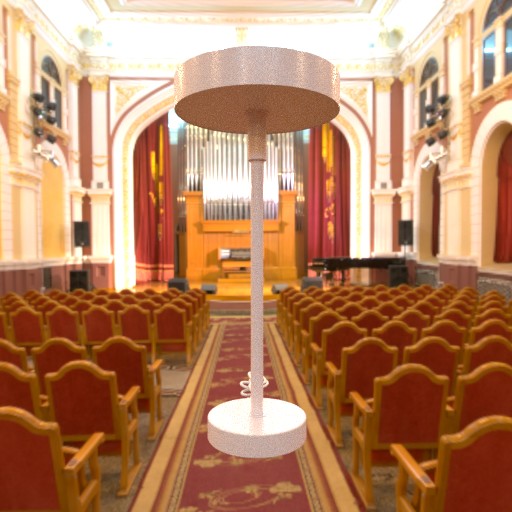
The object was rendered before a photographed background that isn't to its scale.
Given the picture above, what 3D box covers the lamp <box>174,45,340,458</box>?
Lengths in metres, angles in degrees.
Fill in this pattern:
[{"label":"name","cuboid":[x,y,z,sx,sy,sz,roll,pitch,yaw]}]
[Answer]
[{"label":"lamp","cuboid":[0.000,0.000,0.697,0.229,0.508,0.369,0,1,-1]}]
